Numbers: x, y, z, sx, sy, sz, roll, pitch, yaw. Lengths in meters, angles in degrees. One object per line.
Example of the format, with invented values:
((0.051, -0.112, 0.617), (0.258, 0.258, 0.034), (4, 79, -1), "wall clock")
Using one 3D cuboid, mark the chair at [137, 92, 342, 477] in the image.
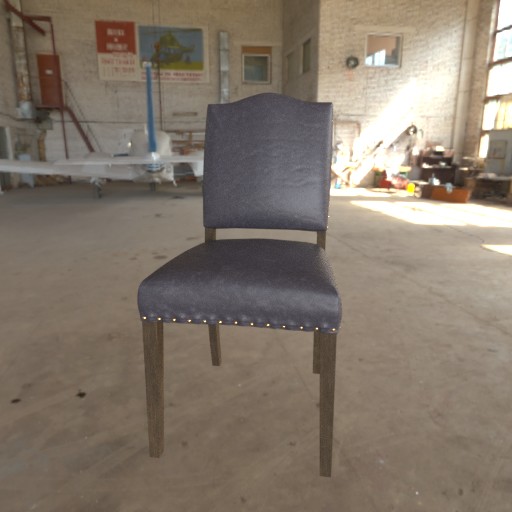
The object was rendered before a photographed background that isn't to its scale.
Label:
((0.000, 0.000, 1.336), (0.500, 0.991, 0.633), (2, 14, 9), "chair")
